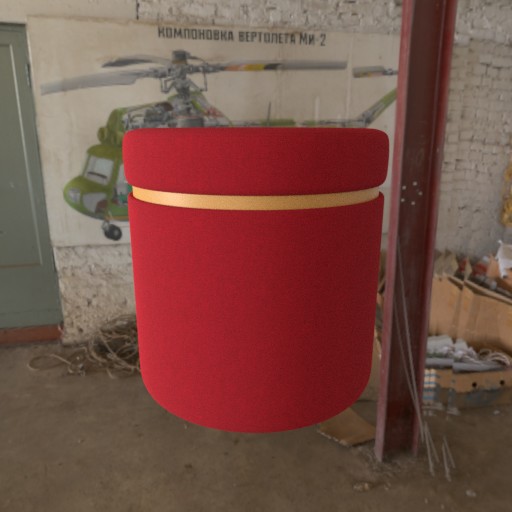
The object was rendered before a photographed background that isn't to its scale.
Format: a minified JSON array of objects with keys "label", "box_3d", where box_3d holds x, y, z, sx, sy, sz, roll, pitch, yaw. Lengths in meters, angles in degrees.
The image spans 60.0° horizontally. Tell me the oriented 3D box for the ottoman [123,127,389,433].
[{"label":"ottoman","box_3d":[0.000,0.000,0.737,0.400,0.406,0.400,0,15,0]}]
